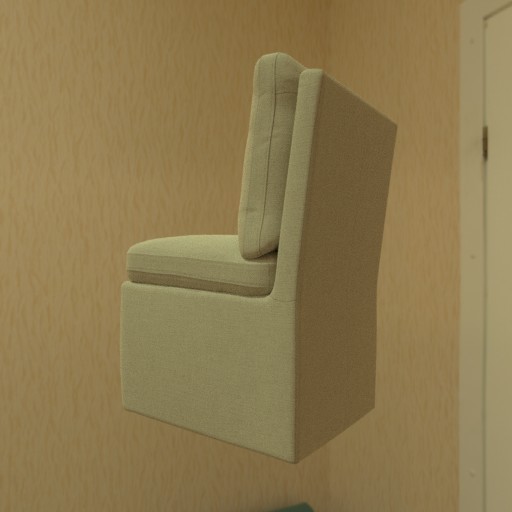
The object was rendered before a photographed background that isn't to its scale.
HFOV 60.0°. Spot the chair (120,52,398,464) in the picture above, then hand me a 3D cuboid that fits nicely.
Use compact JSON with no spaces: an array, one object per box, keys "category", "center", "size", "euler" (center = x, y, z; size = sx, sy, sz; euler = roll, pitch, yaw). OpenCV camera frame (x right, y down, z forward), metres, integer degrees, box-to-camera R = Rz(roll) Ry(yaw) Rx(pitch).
[{"category":"chair","center":[0.000,0.000,1.318],"size":[0.698,0.927,0.503],"euler":[0,0,37]}]
